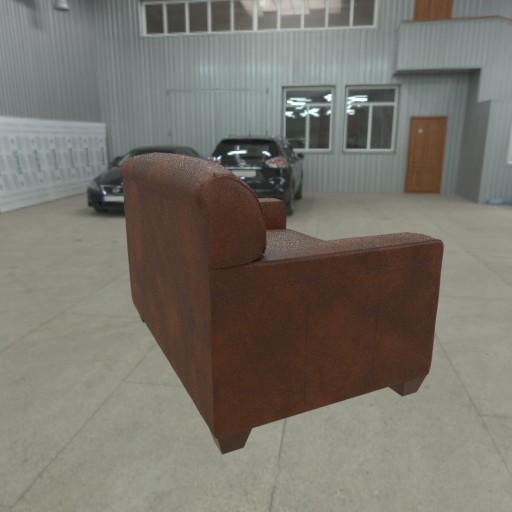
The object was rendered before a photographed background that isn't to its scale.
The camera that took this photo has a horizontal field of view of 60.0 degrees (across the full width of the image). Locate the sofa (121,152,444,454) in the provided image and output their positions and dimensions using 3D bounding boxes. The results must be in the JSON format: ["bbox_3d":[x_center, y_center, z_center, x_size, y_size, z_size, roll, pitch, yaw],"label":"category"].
[{"bbox_3d":[0.000,0.000,2.110,1.000,0.956,1.413,-7,16,-25],"label":"sofa"}]
